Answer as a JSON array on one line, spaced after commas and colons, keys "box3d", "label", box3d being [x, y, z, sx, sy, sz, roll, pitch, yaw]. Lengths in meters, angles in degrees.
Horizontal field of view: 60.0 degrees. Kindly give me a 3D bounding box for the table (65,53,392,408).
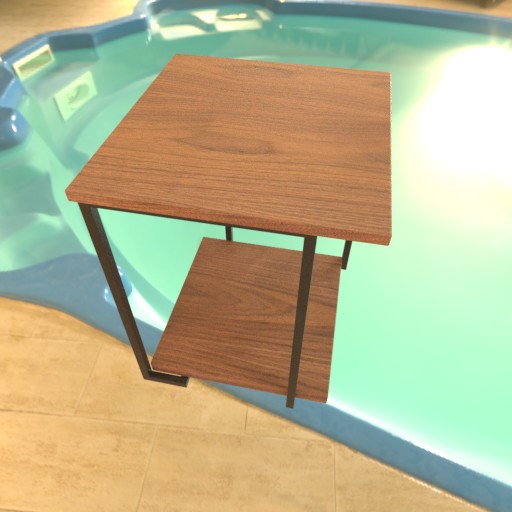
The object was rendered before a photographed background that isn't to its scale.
[{"box3d": [0.000, 0.000, 0.846, 0.384, 0.567, 0.411, 9, 47, 8], "label": "table"}]
